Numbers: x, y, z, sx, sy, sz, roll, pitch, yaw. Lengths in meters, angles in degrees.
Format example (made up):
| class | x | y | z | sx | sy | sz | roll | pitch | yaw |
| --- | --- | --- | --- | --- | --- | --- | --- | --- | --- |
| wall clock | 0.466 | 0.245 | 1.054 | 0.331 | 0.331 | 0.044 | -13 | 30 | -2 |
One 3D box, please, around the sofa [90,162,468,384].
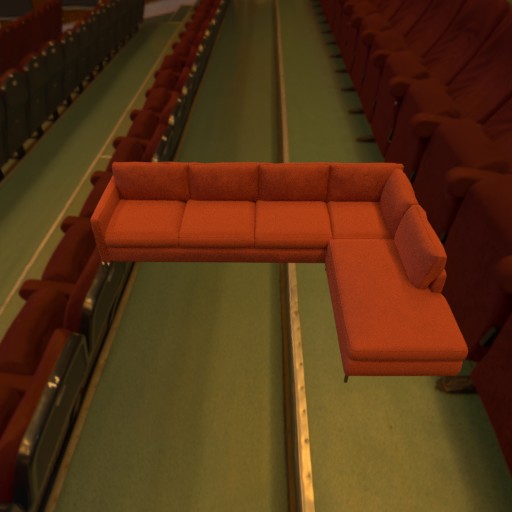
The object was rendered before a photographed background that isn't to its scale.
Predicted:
| class | x | y | z | sx | sy | sz | roll | pitch | yaw |
| --- | --- | --- | --- | --- | --- | --- | --- | --- | --- |
| sofa | 0.000 | 0.000 | 3.514 | 2.736 | 0.757 | 1.879 | 0 | 41 | 0 |
